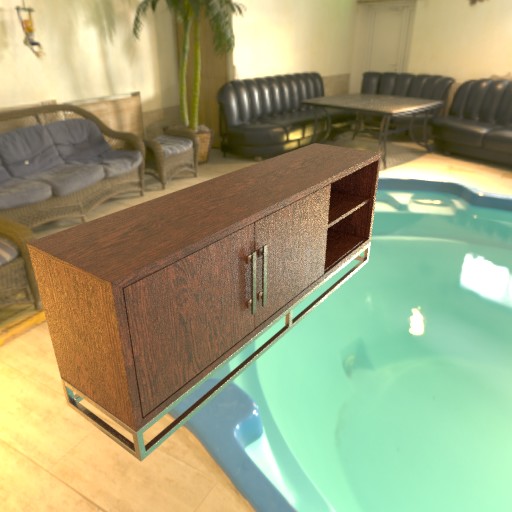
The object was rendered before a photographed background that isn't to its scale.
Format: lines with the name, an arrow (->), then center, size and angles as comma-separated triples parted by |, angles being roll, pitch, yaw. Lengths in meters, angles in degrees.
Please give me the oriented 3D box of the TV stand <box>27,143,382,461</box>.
TV stand -> 0.000, 0.000, 1.761 | 0.382, 0.578, 1.541 | 18, 32, 32
